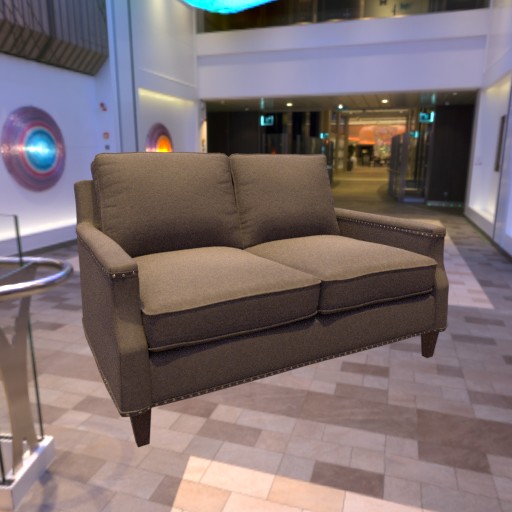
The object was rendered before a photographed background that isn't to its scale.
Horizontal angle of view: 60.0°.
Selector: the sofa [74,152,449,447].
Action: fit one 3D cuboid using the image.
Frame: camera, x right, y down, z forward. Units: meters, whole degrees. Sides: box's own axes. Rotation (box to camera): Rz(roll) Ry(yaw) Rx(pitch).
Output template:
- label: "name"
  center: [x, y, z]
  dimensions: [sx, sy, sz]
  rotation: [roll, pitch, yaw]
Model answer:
- label: "sofa"
  center: [0.000, 0.000, 2.189]
  dimensions: [1.597, 1.003, 1.084]
  rotation: [-7, 15, -28]
